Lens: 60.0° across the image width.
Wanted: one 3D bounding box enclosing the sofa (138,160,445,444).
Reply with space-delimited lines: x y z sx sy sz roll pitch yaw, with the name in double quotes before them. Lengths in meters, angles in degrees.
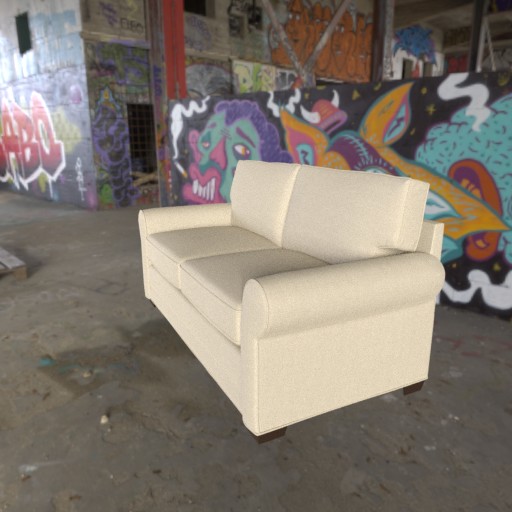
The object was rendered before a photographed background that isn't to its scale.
"sofa" 0.000 0.000 2.328 0.861 0.933 1.774 -7 17 -26
